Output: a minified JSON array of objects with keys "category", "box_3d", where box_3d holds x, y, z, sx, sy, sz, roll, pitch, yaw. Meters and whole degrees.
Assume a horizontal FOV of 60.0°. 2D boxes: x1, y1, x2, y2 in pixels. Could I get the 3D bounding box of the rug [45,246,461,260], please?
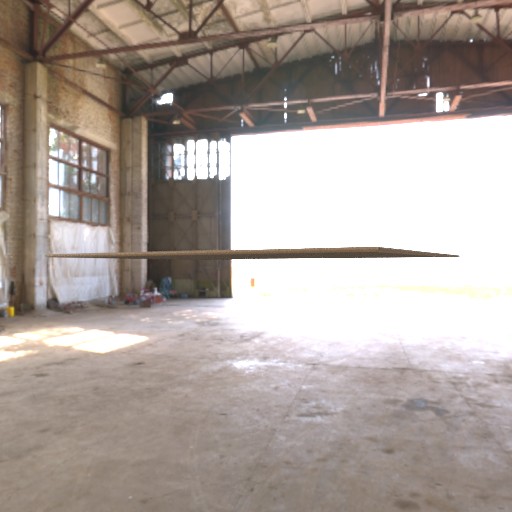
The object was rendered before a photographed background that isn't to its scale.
[{"category":"rug","box_3d":[0.000,0.000,2.732,2.081,0.020,1.525,-1,-1,34]}]
